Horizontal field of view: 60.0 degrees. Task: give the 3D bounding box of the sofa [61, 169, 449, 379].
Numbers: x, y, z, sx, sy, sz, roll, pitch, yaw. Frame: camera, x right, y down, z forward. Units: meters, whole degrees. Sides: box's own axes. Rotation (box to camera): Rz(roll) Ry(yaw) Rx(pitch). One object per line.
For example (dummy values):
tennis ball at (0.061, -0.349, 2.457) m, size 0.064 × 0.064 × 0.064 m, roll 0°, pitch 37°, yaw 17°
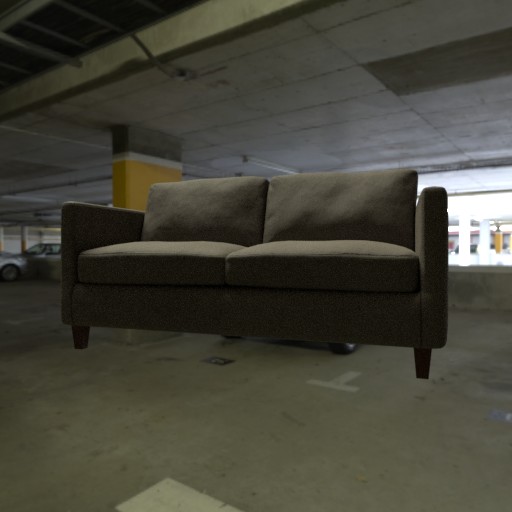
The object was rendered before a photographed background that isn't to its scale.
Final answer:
sofa at (0.000, 0.000, 2.435) m, size 1.884 × 0.963 × 0.950 m, roll 0°, pitch 1°, yaw 18°
